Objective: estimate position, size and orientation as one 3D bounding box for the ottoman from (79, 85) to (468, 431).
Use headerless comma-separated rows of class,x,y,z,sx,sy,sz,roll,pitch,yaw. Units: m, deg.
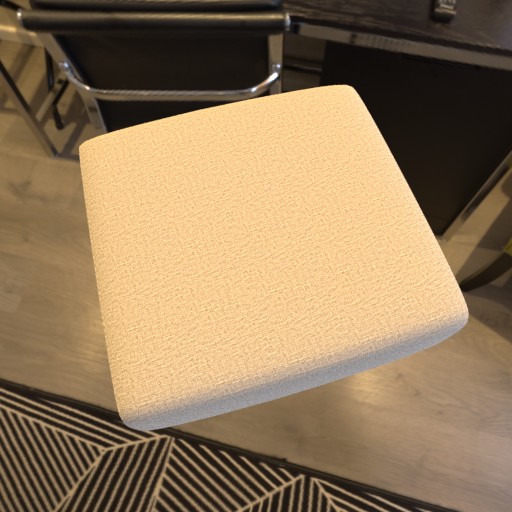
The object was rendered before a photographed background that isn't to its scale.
ottoman,0.000,0.000,1.033,0.650,0.398,0.649,-15,65,-7
